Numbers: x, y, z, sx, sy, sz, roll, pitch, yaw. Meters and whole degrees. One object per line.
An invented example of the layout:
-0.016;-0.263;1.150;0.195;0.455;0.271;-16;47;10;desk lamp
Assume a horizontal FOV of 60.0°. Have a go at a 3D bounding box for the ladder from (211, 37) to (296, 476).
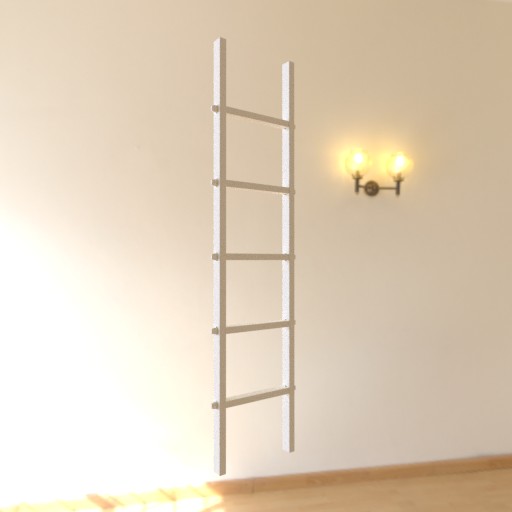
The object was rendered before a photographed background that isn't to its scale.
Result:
0.000;0.000;1.951;0.452;1.797;0.051;0;-1;-36;ladder
